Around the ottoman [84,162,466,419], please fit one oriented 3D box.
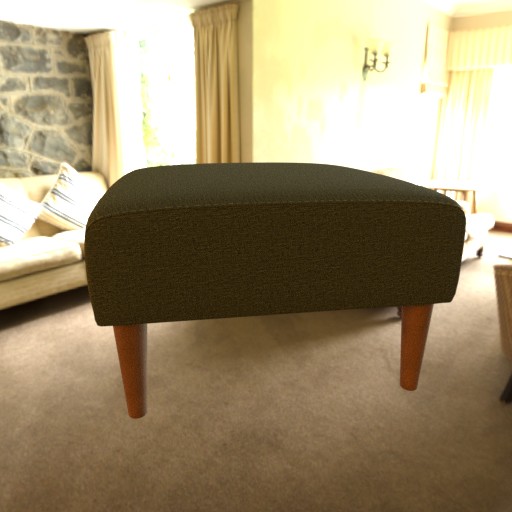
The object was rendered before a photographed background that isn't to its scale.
[{"bbox_3d":[0.000,0.000,1.034,0.649,0.398,0.650,-3,17,-9],"label":"ottoman"}]
